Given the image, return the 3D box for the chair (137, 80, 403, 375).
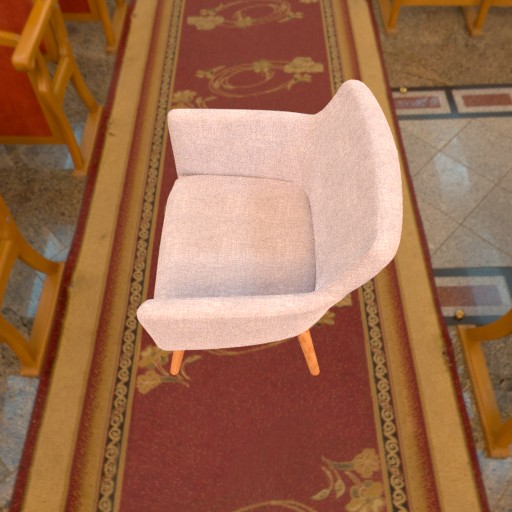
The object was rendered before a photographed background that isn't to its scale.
[{"bbox_3d":[0.000,0.000,1.165,0.540,0.780,0.570,0,58,0],"label":"chair"}]
